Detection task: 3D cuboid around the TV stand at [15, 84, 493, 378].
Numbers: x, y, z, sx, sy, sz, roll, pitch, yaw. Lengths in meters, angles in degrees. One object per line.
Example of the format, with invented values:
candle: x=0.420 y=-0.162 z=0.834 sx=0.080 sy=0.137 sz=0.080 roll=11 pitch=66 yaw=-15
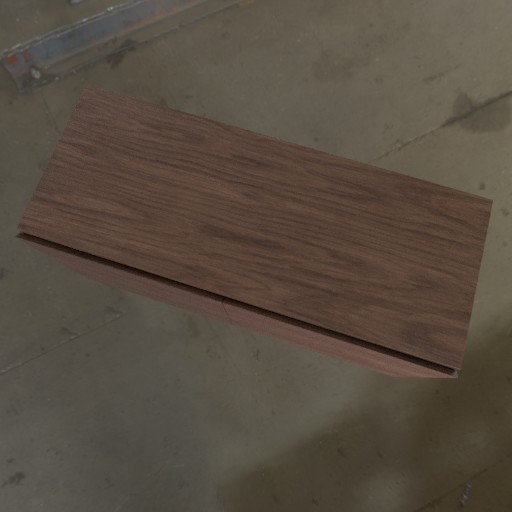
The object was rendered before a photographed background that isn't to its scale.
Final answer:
TV stand: x=0.000 y=0.000 z=1.301 sx=0.990 sy=0.660 sz=0.405 roll=17 pitch=76 yaw=4
